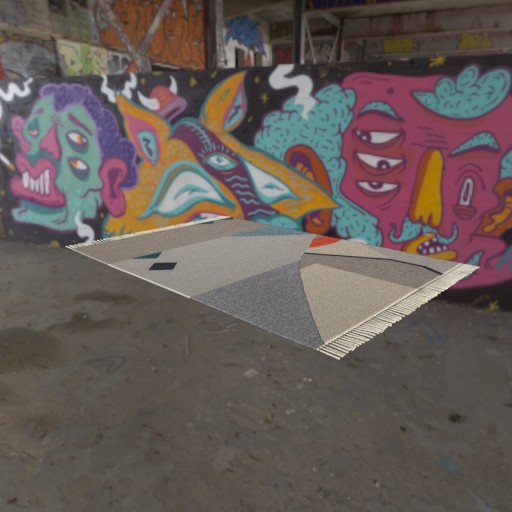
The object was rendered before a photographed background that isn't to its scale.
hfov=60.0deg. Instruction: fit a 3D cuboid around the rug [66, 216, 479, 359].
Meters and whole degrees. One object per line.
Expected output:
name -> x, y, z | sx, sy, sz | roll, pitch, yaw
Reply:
rug -> 0.000, 0.000, 2.321 | 1.828, 0.005, 1.220 | 15, 22, 41
